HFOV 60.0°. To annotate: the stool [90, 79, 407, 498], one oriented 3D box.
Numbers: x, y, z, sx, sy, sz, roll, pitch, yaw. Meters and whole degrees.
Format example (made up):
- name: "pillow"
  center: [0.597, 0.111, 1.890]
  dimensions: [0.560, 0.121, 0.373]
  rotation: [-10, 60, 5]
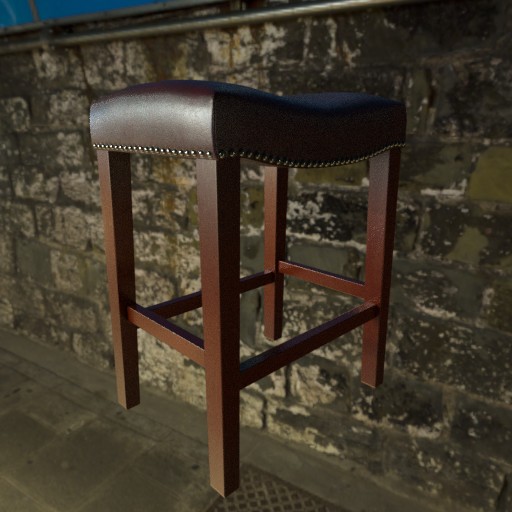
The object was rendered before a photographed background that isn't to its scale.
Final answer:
- name: "stool"
  center: [0.000, 0.000, 0.926]
  dimensions: [0.504, 0.657, 0.372]
  rotation: [-15, 22, -42]
